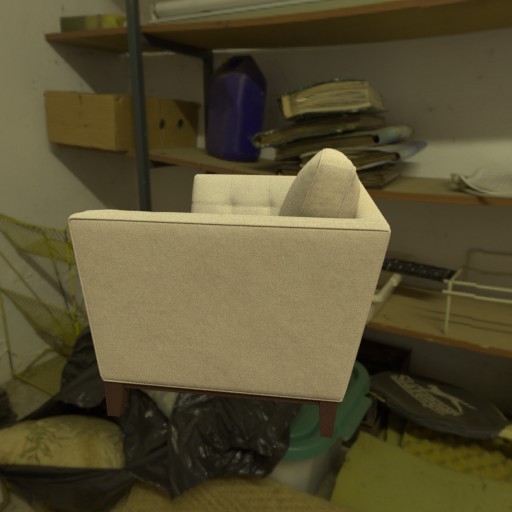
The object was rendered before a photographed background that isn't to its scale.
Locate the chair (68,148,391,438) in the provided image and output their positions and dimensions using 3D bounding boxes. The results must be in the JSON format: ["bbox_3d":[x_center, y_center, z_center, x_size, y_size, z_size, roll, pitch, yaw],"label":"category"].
[{"bbox_3d":[0.000,0.000,2.015,0.965,0.940,1.397,2,16,9],"label":"chair"}]
